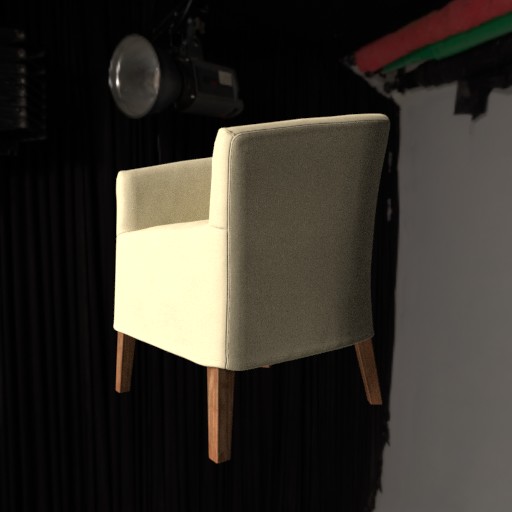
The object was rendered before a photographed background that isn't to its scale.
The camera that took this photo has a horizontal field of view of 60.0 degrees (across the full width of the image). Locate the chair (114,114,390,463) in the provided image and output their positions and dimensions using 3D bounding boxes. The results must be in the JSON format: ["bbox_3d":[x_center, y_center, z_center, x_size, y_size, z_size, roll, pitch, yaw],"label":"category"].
[{"bbox_3d":[0.000,0.000,1.302,0.657,0.822,0.643,0,0,-37],"label":"chair"}]
